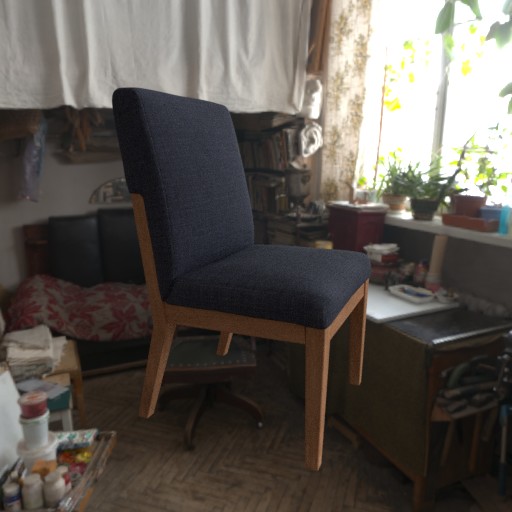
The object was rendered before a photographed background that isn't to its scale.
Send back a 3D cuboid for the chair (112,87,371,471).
[{"bbox_3d":[0.000,0.000,1.287,0.586,0.911,0.507,6,14,25],"label":"chair"}]
